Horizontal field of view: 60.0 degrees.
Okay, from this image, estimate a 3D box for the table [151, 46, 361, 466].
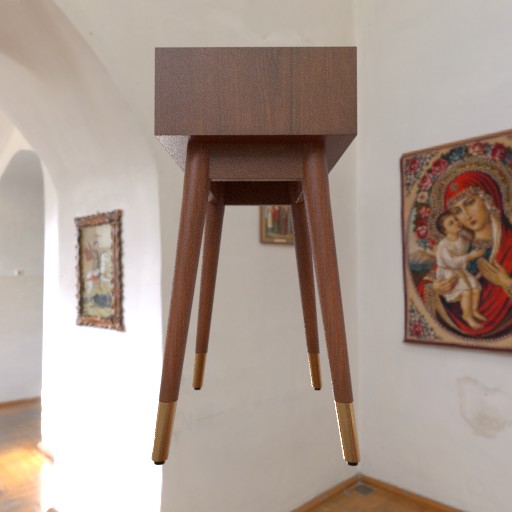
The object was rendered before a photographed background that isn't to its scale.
[{"bbox_3d":[0.000,0.000,0.828,0.300,0.599,0.406,0,-2,1],"label":"table"}]
